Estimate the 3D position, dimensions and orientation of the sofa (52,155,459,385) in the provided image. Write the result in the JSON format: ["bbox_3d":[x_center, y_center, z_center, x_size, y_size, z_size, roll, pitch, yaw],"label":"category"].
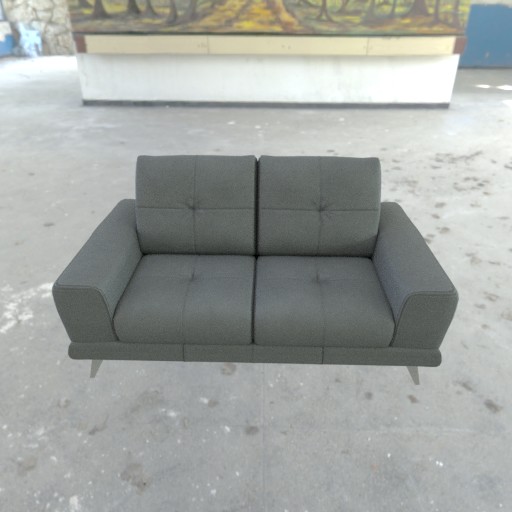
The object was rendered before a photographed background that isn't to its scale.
[{"bbox_3d":[0.000,0.000,2.367,1.806,0.907,1.018,1,30,1],"label":"sofa"}]
